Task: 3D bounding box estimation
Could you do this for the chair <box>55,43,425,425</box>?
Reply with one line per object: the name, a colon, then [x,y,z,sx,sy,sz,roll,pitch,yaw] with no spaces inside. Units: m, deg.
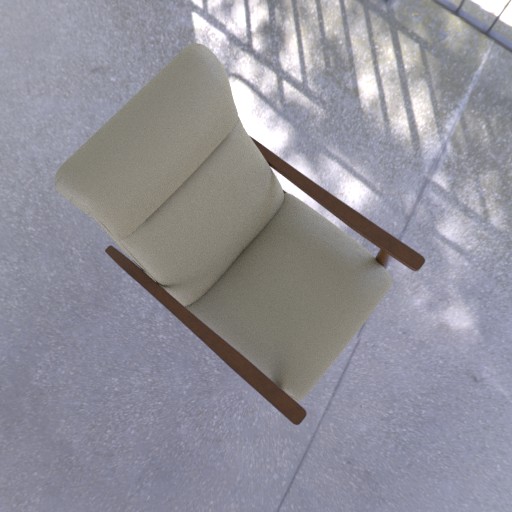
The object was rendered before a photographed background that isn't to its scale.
chair: [0.000,0.000,1.726,1.014,1.082,0.762,39,79,9]
